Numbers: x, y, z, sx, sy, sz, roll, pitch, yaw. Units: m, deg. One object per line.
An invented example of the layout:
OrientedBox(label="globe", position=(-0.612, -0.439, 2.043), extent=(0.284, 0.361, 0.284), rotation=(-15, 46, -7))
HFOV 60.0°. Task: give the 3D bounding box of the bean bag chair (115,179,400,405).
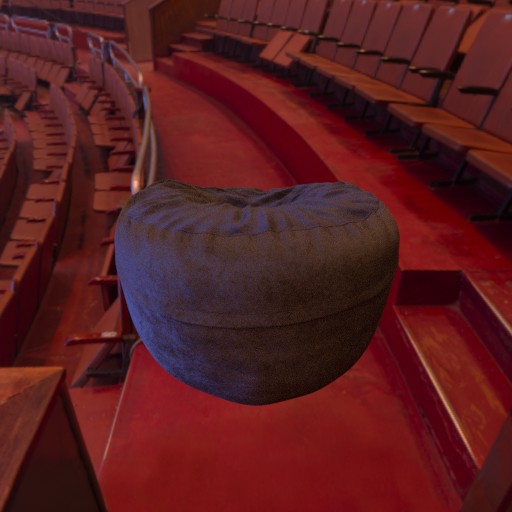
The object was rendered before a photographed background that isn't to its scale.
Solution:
OrientedBox(label="bean bag chair", position=(0.000, 0.000, 2.074), extent=(1.245, 0.821, 1.245), rotation=(0, 31, 0))
